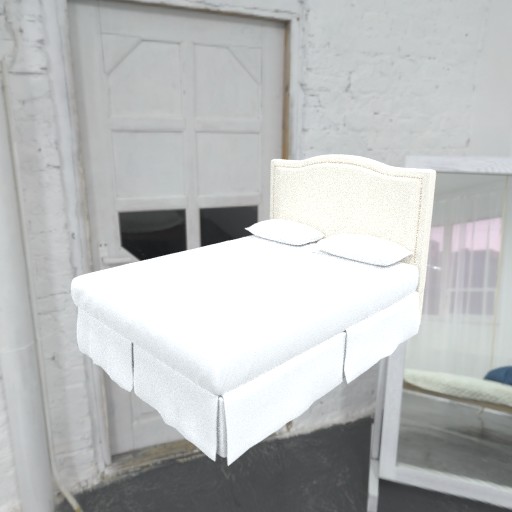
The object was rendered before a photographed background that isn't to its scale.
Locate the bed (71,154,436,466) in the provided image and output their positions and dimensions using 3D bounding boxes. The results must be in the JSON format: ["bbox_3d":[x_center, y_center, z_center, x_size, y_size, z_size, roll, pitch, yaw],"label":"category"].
[{"bbox_3d":[0.000,0.000,3.424,2.282,1.436,1.821,-15,22,-42],"label":"bed"}]
